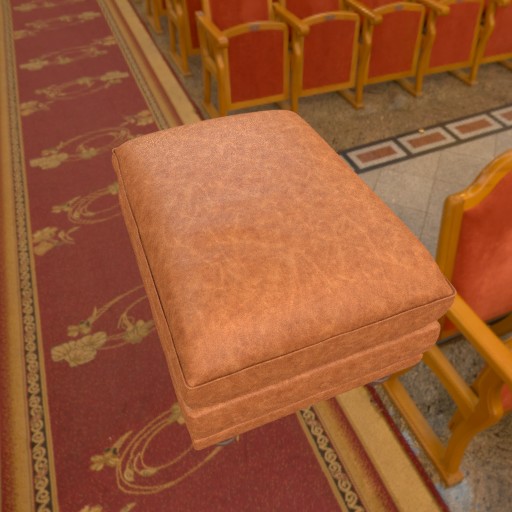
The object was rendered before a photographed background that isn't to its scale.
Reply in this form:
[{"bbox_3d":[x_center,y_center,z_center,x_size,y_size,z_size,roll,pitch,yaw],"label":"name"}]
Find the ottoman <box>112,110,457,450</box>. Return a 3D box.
[{"bbox_3d":[0.000,0.000,1.054,0.533,0.480,0.710,-16,48,-15],"label":"ottoman"}]
